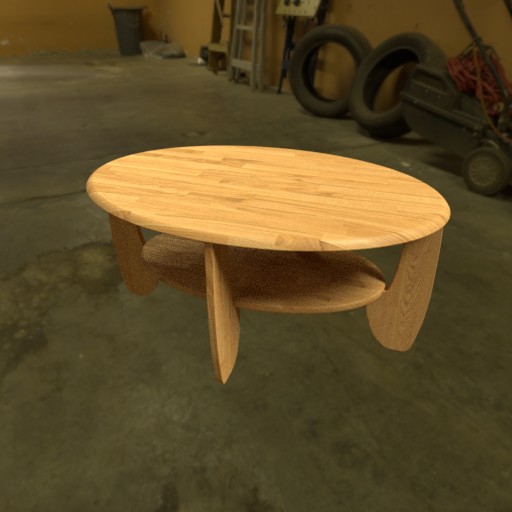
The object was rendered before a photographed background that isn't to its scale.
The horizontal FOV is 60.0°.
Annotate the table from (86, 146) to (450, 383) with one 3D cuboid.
[{"bbox_3d":[0.000,0.000,1.381,1.040,0.490,0.690,10,32,16],"label":"table"}]
